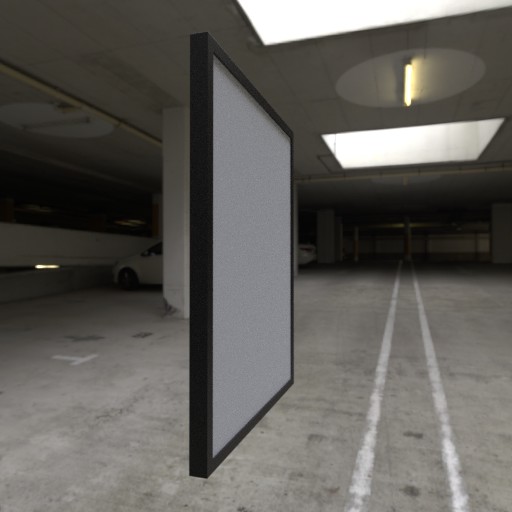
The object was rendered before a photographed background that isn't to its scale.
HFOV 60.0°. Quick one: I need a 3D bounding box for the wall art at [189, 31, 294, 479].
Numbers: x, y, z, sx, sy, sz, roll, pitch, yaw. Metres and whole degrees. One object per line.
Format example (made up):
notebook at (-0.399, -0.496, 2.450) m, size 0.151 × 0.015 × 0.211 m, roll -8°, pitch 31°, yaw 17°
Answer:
wall art at (0.000, 0.000, 0.549) m, size 0.018 × 0.397 × 0.325 m, roll 0°, pitch -1°, yaw 18°
